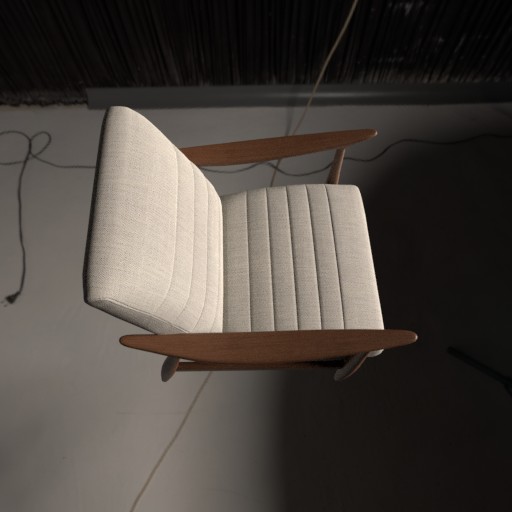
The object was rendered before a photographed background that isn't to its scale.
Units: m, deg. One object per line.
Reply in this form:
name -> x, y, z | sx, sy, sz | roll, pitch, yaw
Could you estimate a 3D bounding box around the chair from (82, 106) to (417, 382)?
chair -> 0.000, 0.000, 1.432 | 0.798, 0.832, 0.741 | -2, 65, -1
